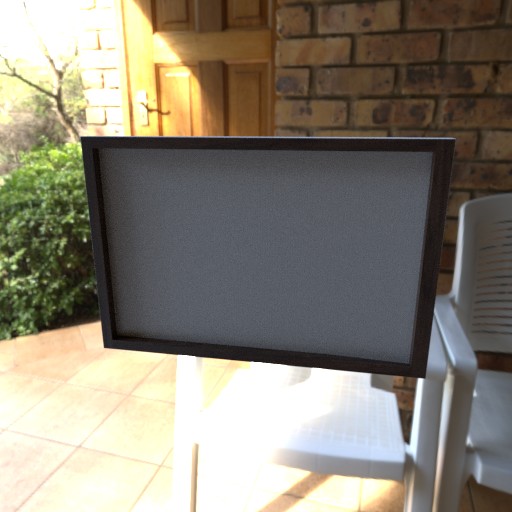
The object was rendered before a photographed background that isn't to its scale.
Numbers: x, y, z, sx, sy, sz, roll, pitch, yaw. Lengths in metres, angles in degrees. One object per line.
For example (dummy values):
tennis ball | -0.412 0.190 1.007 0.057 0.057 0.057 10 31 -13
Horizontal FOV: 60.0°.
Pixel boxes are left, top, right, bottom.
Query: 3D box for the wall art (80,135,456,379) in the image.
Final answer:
wall art | 0.000 0.000 1.176 0.914 0.610 0.050 3 17 10
